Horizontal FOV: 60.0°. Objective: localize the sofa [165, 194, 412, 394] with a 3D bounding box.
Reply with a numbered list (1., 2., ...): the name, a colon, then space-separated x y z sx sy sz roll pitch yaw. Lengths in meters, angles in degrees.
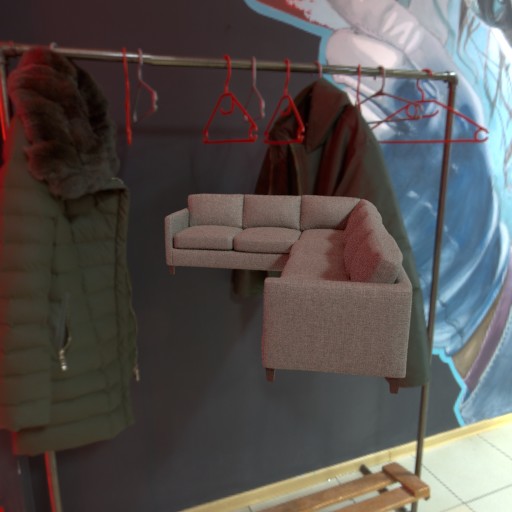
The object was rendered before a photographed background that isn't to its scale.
1. sofa: 0.000 0.000 4.465 2.593 0.947 3.302 3 14 11
